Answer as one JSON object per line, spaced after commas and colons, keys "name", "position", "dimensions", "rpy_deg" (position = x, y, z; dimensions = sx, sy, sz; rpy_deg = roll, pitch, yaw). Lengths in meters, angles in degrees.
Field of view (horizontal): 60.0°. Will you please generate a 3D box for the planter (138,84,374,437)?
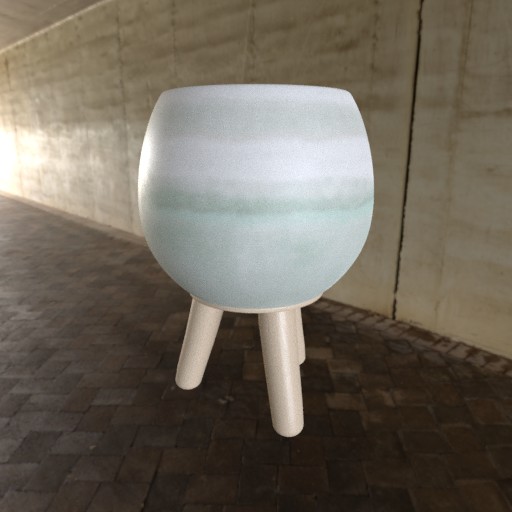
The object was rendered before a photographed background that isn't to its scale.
{"name": "planter", "position": [0.000, 0.000, 0.325], "dimensions": [0.161, 0.224, 0.161], "rpy_deg": [0, 15, 0]}
